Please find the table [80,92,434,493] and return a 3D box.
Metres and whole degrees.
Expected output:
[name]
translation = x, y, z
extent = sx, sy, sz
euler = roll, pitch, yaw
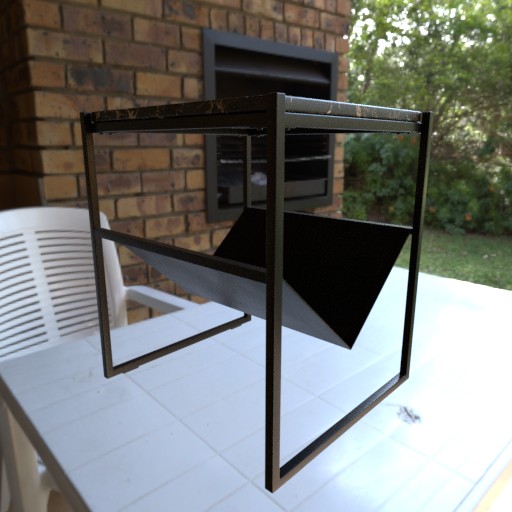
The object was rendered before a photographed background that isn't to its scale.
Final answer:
[table]
translation = 0.000, 0.000, 0.861
extent = 0.469, 0.534, 0.432
euler = 13, 19, 42
